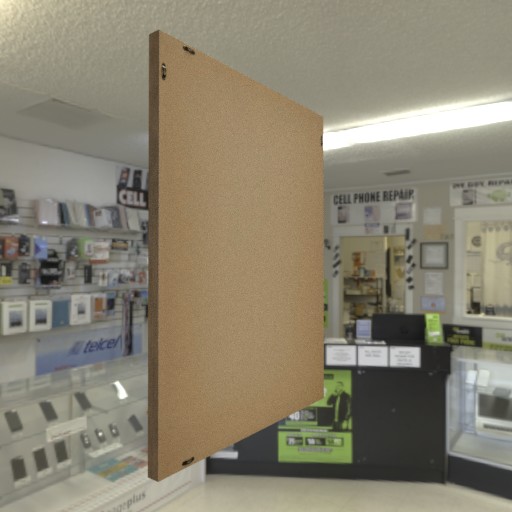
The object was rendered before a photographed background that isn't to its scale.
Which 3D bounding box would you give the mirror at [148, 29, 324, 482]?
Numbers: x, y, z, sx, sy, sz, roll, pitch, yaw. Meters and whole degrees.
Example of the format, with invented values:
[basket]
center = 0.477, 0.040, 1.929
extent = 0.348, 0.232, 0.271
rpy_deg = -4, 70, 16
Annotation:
[mirror]
center = 0.000, 0.000, 1.307
extent = 0.041, 1.016, 0.762
rpy_deg = 0, -1, 37
